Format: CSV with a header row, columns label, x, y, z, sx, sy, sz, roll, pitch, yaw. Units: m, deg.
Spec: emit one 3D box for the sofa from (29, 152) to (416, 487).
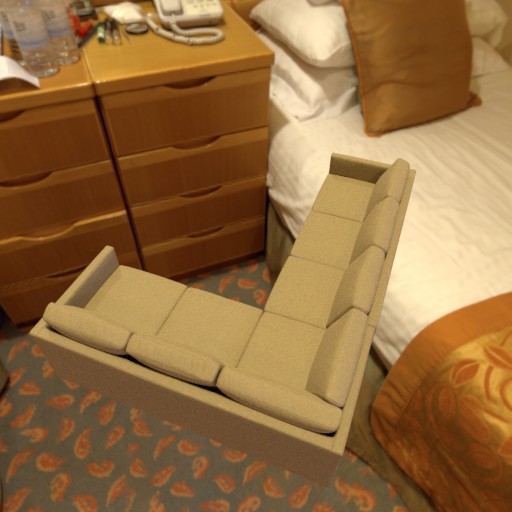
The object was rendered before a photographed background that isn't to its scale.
label,x,y,z,sx,sy,sz,roll,pitch,yaw
sofa,0.000,0.000,4.202,2.432,0.871,3.182,16,49,15
